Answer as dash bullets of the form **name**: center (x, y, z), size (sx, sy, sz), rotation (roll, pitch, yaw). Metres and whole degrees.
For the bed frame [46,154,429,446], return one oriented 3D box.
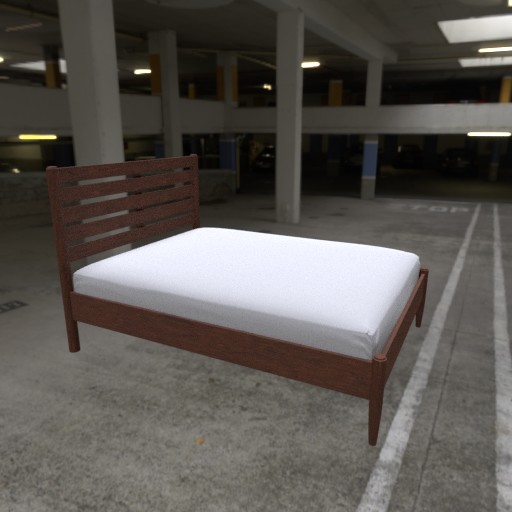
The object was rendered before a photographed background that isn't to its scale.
- **bed frame**: center (0.000, 0.000, 3.250), size (2.234, 1.321, 1.655), rotation (8, 18, 26)
